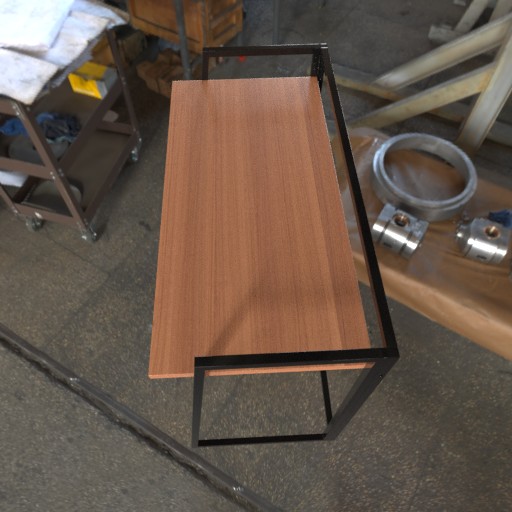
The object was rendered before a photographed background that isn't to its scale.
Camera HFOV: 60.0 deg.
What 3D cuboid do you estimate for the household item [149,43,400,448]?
[{"bbox_3d":[0.000,0.000,1.497,0.510,0.860,1.050,-2,57,-2],"label":"household item"}]
